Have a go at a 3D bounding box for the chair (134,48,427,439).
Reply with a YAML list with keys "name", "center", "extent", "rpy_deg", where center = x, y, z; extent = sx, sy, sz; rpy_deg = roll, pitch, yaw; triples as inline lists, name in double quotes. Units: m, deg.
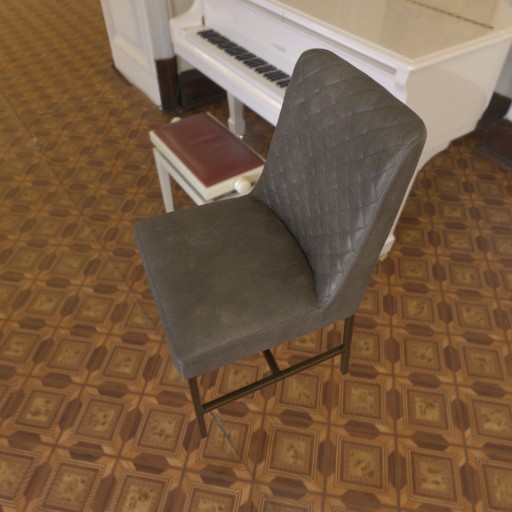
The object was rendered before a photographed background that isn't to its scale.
- name: "chair"
  center: [0.000, 0.000, 1.212]
  extent: [0.587, 0.889, 0.508]
  rpy_deg: [-16, 48, -15]
